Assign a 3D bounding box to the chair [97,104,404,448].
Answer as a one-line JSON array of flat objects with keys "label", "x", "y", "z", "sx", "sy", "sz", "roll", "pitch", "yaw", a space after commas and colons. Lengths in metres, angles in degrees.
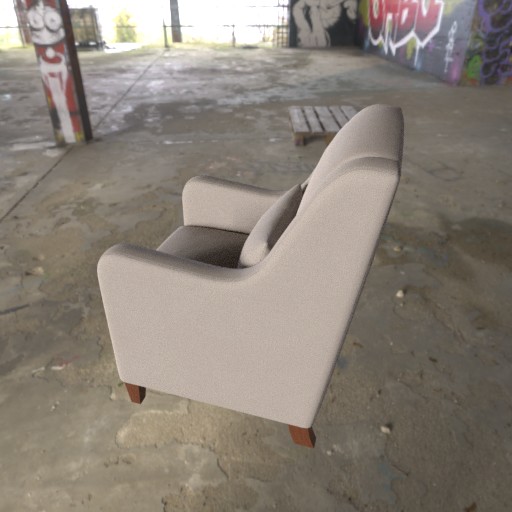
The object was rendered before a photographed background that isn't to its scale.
[{"label": "chair", "x": 0.000, "y": 0.000, "z": 1.585, "sx": 0.863, "sy": 1.010, "sz": 0.715, "roll": 8, "pitch": 31, "yaw": 14}]
